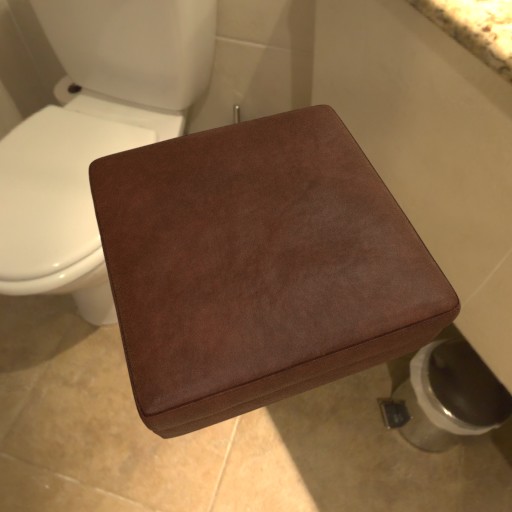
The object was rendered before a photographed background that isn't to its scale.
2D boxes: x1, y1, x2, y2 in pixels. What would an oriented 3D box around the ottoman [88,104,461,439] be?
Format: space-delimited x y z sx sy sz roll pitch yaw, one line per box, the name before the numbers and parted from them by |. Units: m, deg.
ottoman | 0.000 0.000 1.349 0.836 0.415 0.844 -17 60 -10
